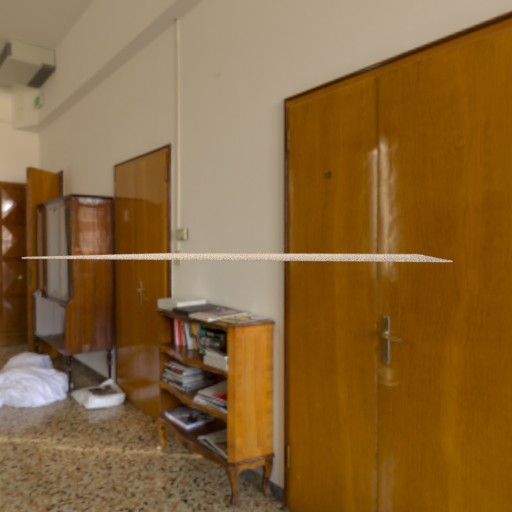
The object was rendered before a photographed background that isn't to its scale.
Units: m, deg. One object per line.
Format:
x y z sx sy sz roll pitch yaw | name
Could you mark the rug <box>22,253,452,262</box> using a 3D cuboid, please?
0.000 0.000 4.117 3.034 0.012 2.406 0 1 16 | rug
